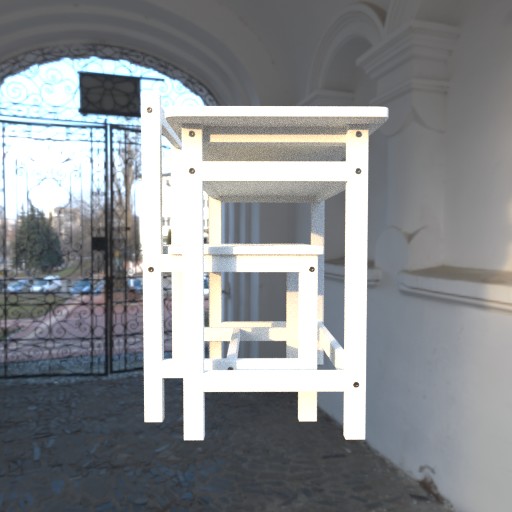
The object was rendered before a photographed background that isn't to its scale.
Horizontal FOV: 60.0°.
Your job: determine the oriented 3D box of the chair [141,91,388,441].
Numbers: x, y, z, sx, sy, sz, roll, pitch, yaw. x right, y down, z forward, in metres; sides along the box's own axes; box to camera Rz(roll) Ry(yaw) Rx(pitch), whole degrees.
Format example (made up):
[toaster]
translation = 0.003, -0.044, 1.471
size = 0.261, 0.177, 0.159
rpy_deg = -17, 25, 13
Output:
[chair]
translation = 0.000, 0.000, 1.069
size = 0.461, 0.673, 0.599
rpy_deg = 0, 2, -1
